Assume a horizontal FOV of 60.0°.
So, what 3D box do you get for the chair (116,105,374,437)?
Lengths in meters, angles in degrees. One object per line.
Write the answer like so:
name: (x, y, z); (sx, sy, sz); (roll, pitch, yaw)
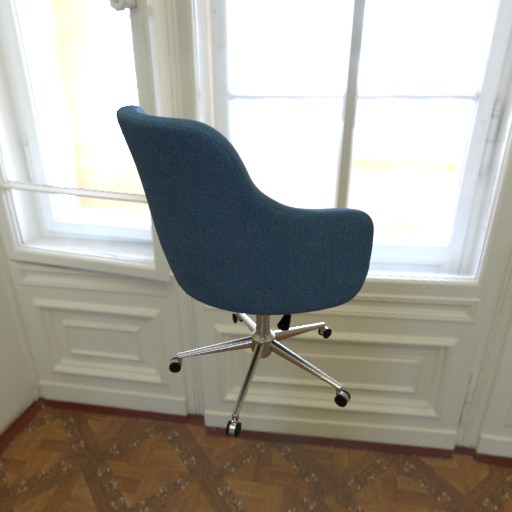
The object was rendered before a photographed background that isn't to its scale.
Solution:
chair: (0.000, 0.000, 1.241); (0.655, 0.820, 0.599); (-18, 31, -33)
